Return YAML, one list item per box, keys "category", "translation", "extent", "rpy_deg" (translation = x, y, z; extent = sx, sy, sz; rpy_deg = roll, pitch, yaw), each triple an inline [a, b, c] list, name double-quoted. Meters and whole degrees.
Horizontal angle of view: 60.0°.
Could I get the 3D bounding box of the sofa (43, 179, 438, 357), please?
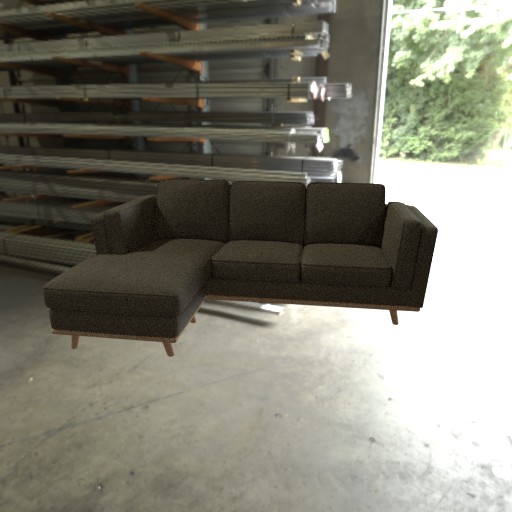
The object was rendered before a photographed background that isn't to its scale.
- category: "sofa"
  translation: [0.000, 0.000, 3.178]
  extent: [2.411, 0.929, 1.604]
  rpy_deg: [3, 17, 8]
